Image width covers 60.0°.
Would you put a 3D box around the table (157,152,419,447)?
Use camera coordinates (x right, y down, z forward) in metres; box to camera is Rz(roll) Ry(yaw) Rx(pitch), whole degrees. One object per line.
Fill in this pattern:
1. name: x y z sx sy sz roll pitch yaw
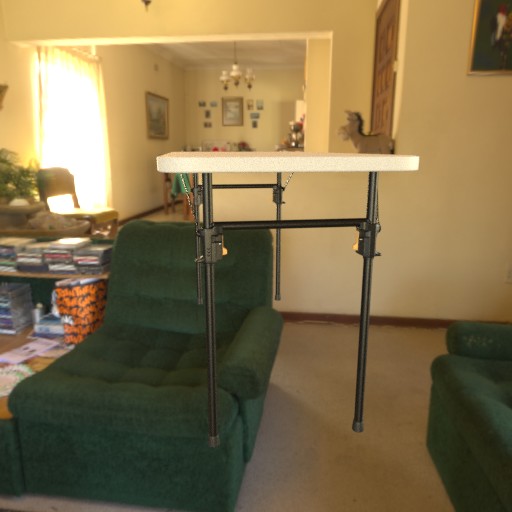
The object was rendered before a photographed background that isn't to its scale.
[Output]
1. table: 0.000 0.000 1.613 0.610 0.729 1.219 -2 14 -9
